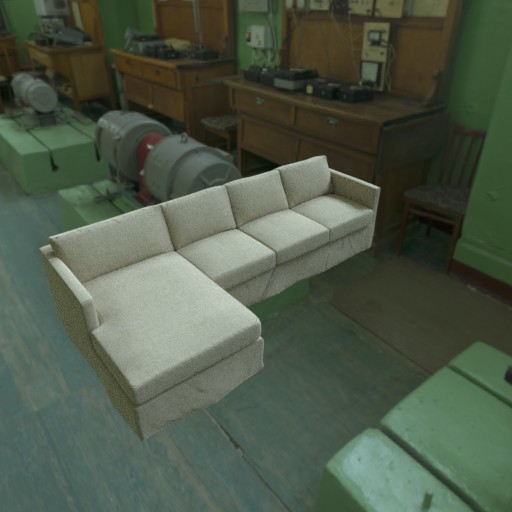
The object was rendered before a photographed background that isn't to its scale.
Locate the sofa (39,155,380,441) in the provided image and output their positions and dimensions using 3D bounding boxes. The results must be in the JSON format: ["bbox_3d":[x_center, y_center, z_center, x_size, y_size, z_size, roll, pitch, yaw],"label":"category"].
[{"bbox_3d":[0.000,0.000,3.971,3.205,0.922,1.650,-23,38,-33],"label":"sofa"}]
